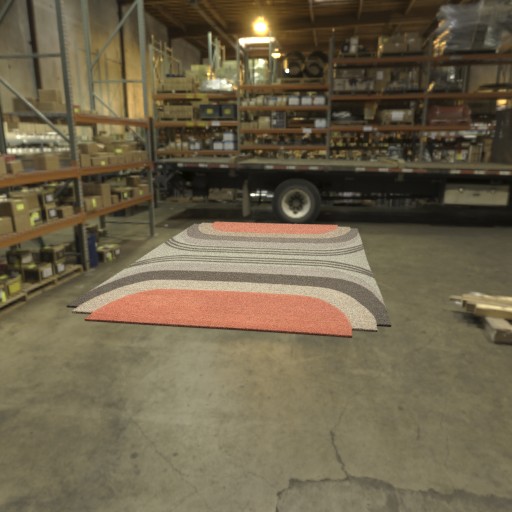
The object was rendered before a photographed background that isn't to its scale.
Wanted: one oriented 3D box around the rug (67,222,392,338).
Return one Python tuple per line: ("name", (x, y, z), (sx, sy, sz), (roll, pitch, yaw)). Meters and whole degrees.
("rug", (0.000, 0.000, 3.070), (1.530, 0.017, 2.446), (2, 15, 8))
